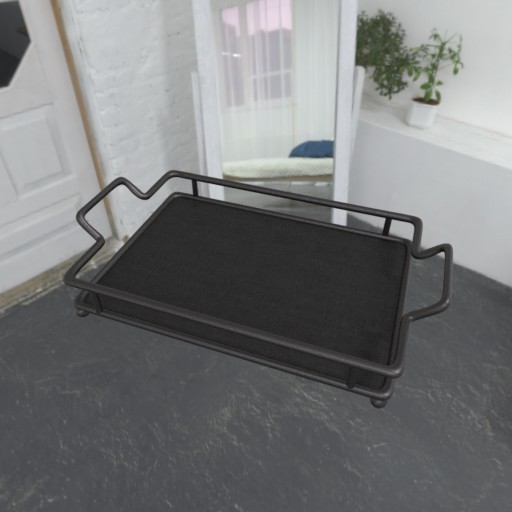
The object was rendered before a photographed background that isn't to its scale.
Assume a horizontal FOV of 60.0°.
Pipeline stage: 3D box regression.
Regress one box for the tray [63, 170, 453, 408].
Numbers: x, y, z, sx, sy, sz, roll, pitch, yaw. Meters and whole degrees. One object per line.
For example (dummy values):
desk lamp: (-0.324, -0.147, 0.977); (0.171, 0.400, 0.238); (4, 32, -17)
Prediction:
tray: (0.000, 0.000, 0.618); (0.495, 0.101, 0.297); (13, 43, 15)
